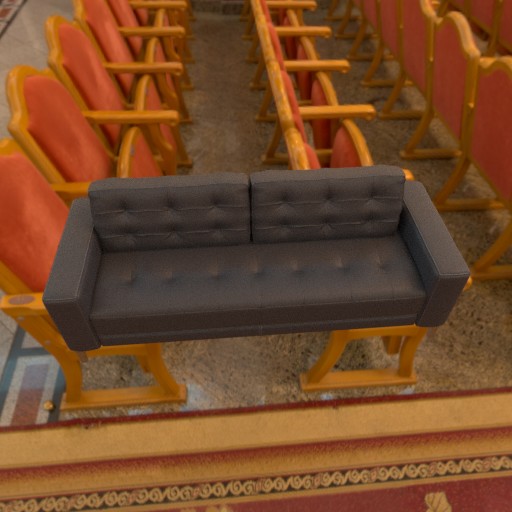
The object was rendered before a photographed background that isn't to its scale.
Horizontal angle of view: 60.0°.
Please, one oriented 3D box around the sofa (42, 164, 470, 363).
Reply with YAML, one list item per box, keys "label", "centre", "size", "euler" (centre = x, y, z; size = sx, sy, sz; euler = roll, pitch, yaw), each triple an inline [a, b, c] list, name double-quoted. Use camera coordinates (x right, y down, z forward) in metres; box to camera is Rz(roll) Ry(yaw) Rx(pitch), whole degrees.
- label: "sofa"
  centre: [0.000, 0.000, 2.702]
  size: [2.275, 0.893, 0.833]
  euler: [-3, 47, -3]
